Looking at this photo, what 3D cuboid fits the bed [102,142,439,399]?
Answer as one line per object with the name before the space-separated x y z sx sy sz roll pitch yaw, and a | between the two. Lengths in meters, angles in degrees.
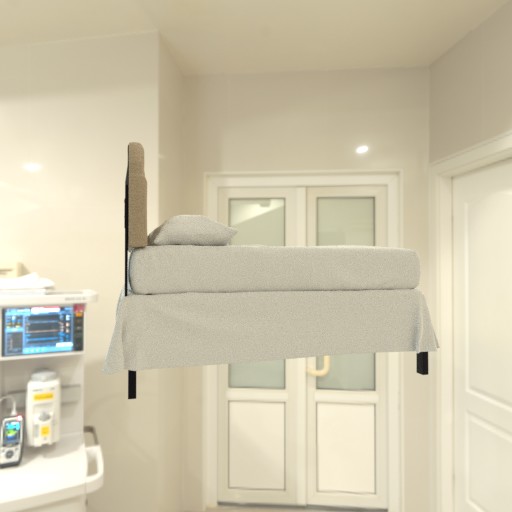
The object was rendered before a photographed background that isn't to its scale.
bed | 0.000 0.000 3.526 2.222 1.634 1.780 0 -1 -16
